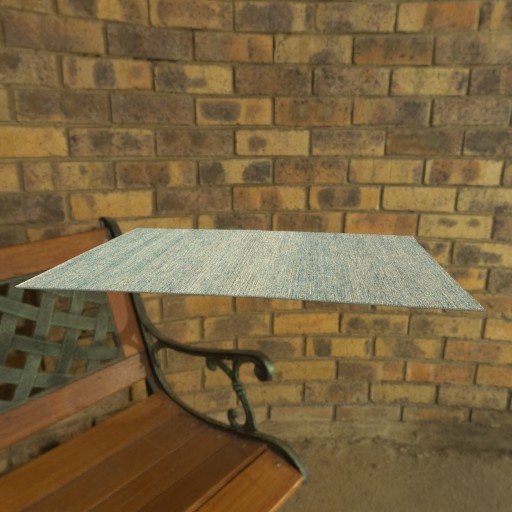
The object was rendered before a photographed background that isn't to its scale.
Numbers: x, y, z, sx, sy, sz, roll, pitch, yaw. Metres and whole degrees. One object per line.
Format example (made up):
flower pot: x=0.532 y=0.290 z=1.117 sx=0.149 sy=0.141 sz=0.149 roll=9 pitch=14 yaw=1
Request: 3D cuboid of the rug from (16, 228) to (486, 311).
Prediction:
rug: x=0.000 y=0.000 z=5.124 sx=4.078 sy=0.052 sz=2.802 roll=2 pitch=15 yaw=8
